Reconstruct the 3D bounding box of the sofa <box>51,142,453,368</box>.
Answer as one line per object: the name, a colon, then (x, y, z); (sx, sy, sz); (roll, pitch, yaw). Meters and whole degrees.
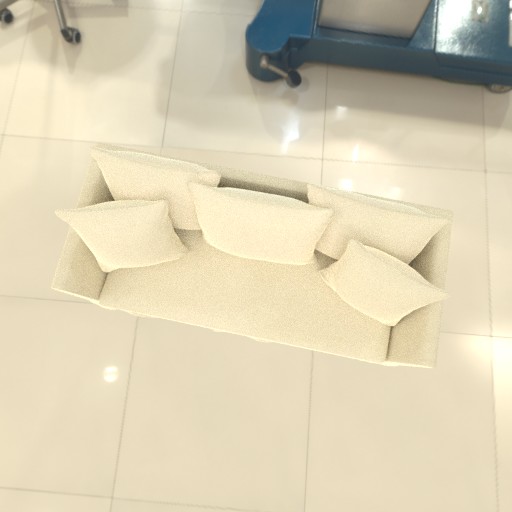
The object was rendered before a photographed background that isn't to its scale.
sofa: (0.000, 0.000, 2.880); (2.290, 1.034, 1.031); (11, 77, 3)
